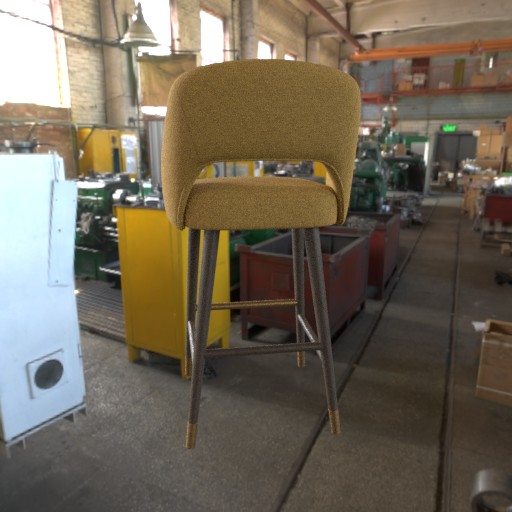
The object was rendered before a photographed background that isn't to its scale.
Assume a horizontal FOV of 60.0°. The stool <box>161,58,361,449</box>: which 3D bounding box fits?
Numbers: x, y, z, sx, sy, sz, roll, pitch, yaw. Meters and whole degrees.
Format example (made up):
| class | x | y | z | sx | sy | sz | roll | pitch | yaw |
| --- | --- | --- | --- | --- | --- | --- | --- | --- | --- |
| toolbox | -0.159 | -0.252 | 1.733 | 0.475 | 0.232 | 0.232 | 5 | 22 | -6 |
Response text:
| class | x | y | z | sx | sy | sz | roll | pitch | yaw |
| --- | --- | --- | --- | --- | --- | --- | --- | --- | --- |
| stool | 0.000 | 0.000 | 1.350 | 0.536 | 1.032 | 0.522 | -2 | 14 | -9 |
